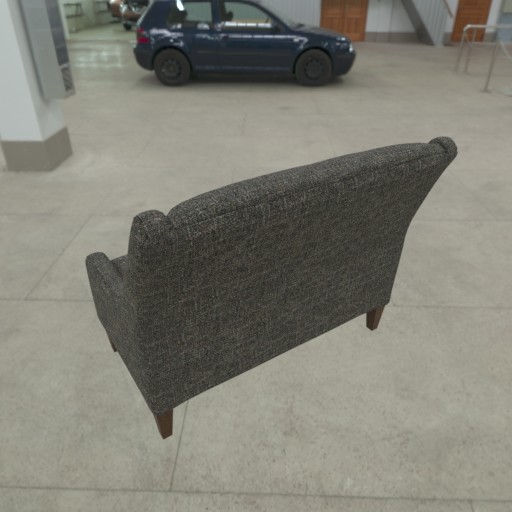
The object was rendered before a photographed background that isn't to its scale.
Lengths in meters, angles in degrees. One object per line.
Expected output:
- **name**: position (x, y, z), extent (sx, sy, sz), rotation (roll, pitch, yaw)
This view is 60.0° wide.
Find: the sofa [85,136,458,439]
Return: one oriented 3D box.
- **sofa**: position (0.000, 0.000, 1.881), extent (1.242, 1.021, 0.870), rotation (-19, 36, -28)
